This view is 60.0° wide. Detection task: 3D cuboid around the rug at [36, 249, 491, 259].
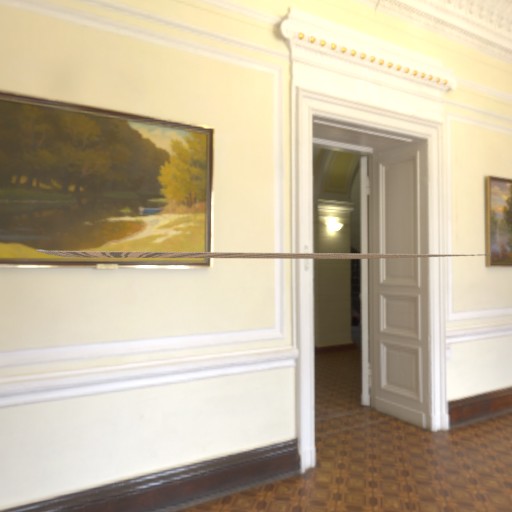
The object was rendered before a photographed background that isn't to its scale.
[{"bbox_3d":[0.000,0.000,2.474,2.084,0.009,1.222,0,-1,-18],"label":"rug"}]
